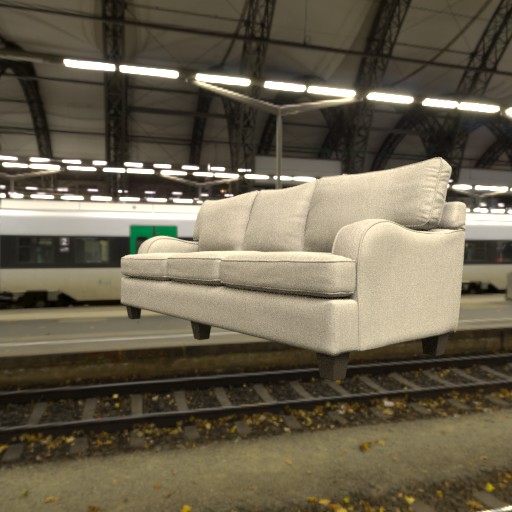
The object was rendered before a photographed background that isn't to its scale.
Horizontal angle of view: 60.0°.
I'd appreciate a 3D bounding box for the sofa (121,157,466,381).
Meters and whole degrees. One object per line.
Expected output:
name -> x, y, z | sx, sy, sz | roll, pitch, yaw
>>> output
sofa -> 0.000, 0.000, 2.894 | 1.016, 0.991, 2.323 | 0, 0, -37
